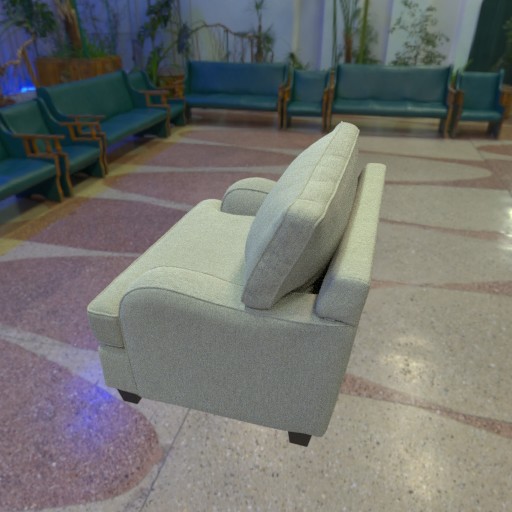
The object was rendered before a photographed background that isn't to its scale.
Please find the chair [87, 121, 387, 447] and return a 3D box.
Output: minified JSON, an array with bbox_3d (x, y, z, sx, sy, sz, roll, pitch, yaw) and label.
[{"bbox_3d":[0.000,0.000,2.038,1.041,1.016,1.220,8,30,15],"label":"chair"}]
